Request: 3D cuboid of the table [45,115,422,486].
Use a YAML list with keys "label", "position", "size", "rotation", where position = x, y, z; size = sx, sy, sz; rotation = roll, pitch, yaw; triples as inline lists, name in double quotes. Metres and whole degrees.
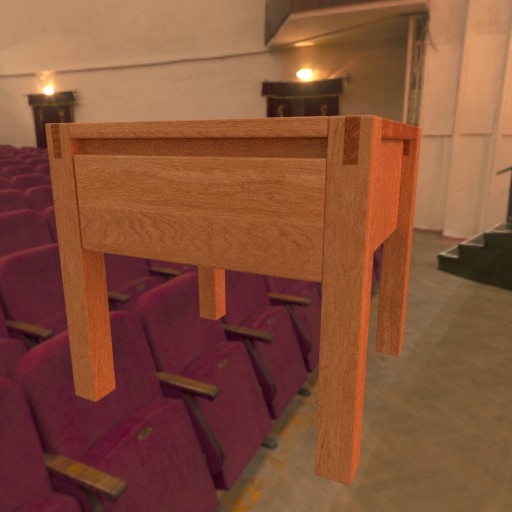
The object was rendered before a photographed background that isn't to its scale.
- label: "table"
  position: [0.000, 0.000, 0.798]
  size: [0.480, 0.450, 0.440]
  rotation: [7, 16, 25]
